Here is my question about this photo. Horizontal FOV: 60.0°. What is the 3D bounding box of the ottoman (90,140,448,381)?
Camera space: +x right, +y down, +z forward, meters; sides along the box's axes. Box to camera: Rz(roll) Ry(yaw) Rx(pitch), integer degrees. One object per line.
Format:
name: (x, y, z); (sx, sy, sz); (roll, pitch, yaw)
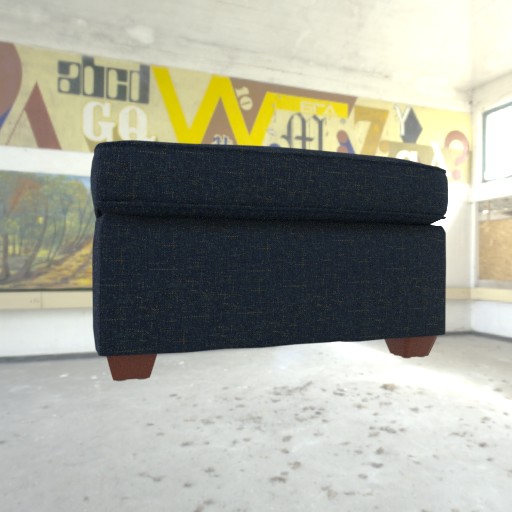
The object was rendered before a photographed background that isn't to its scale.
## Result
ottoman: (0.000, 0.000, 1.082); (0.749, 0.450, 0.549); (0, -1, -18)
